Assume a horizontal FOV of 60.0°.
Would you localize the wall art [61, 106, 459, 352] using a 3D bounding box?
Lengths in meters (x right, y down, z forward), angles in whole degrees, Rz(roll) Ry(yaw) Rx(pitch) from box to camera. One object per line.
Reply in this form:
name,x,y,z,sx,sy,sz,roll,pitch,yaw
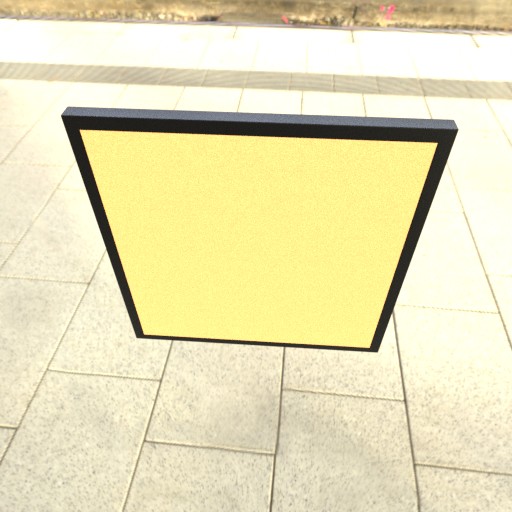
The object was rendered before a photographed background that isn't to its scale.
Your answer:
wall art,0.000,0.000,1.122,0.755,0.761,0.038,3,46,3
